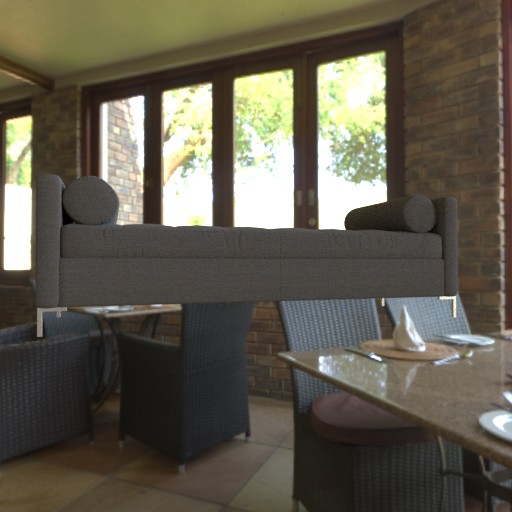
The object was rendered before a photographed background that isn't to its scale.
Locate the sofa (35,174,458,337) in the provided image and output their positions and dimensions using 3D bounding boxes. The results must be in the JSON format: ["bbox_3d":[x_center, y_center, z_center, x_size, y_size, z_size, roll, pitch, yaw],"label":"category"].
[{"bbox_3d":[0.000,0.000,2.305,1.981,0.635,0.686,0,-1,-18],"label":"sofa"}]
